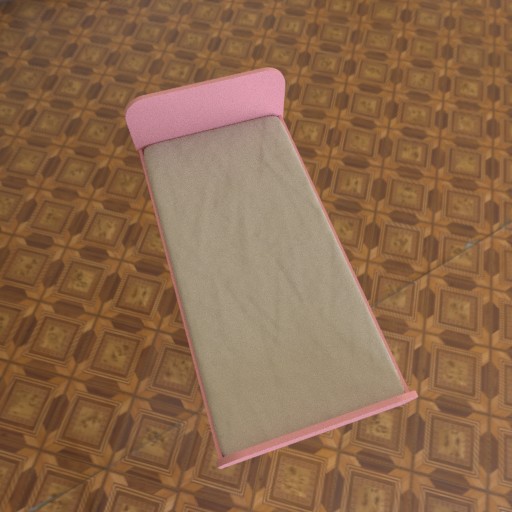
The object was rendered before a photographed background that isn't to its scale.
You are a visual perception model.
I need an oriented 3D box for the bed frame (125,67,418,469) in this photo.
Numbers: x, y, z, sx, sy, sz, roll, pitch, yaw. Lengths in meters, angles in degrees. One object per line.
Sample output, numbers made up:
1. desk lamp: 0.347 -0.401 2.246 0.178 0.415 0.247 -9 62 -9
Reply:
1. bed frame: 0.000 0.000 2.518 0.998 0.805 1.963 -16 64 -8
